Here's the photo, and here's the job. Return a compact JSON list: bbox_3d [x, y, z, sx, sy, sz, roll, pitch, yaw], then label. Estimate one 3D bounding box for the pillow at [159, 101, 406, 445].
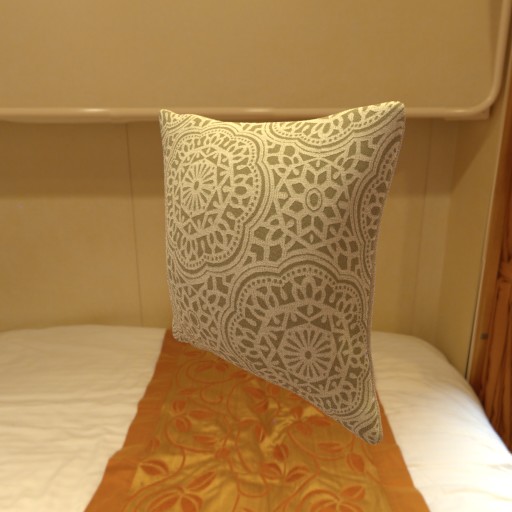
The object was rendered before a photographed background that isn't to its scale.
[{"bbox_3d":[0.000,0.000,0.653,0.438,0.421,0.167,15,22,42],"label":"pillow"}]
